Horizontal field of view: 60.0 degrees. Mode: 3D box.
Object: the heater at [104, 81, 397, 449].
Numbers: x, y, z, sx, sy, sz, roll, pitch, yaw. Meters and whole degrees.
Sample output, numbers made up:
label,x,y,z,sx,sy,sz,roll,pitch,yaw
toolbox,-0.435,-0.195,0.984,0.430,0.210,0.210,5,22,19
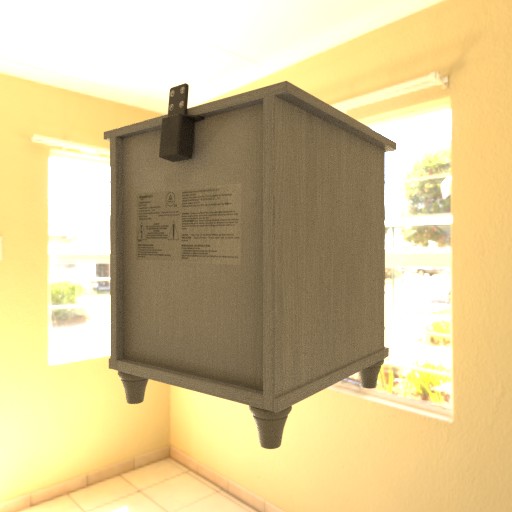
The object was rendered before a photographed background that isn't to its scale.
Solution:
label,x,y,z,sx,sy,sz,roll,pitch,yaw
heater,0.000,0.000,0.768,0.362,0.481,0.400,0,0,37
